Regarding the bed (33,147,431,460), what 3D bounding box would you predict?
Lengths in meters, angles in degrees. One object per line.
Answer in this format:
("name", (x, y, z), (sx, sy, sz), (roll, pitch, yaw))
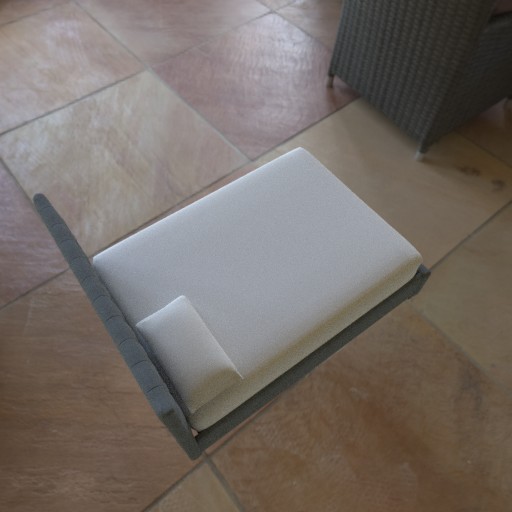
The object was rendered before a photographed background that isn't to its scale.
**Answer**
("bed", (0.000, 0.000, 3.388), (2.335, 1.411, 1.698), (-31, 63, -18))
